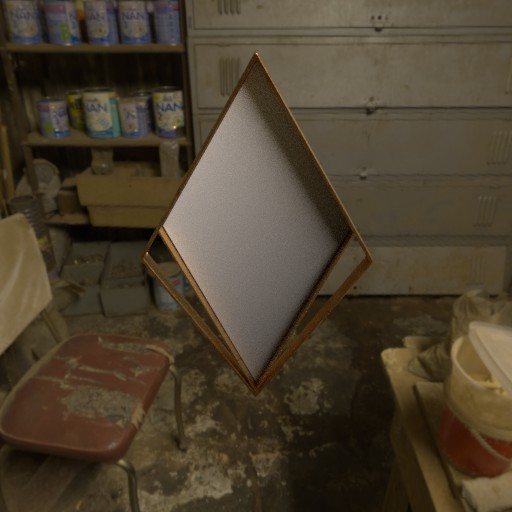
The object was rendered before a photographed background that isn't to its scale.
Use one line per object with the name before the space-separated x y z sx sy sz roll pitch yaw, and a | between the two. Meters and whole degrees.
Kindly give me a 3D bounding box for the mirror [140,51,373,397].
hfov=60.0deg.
mirror | 0.000 0.000 0.811 0.419 0.679 0.032 1 29 1
